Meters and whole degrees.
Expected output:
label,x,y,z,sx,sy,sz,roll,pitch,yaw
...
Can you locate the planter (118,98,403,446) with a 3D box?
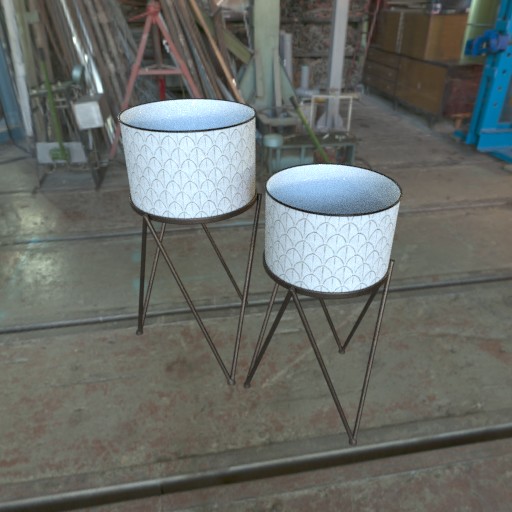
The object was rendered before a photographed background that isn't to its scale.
label,x,y,z,sx,sy,sz,roll,pitch,yaw
planter,0.000,0.000,1.186,0.769,0.712,0.413,20,36,29
